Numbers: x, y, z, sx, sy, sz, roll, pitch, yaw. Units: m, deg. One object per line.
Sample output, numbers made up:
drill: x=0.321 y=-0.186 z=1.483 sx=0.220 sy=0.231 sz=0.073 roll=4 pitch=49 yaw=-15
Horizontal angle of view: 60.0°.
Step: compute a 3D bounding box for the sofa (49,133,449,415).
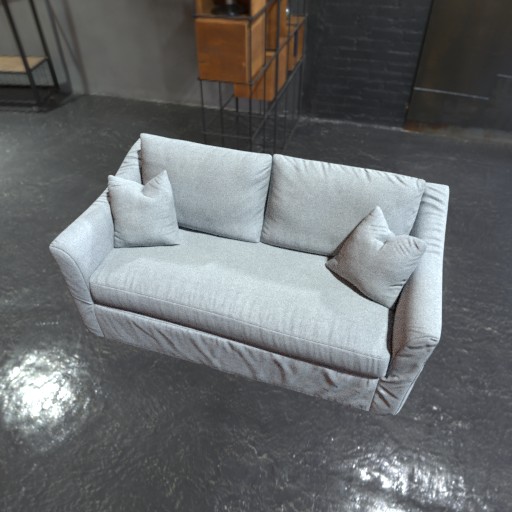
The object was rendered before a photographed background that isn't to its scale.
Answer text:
sofa: x=0.000 y=0.000 z=2.616 sx=2.010 sy=1.018 sz=1.072 roll=12 pitch=42 yaw=14
